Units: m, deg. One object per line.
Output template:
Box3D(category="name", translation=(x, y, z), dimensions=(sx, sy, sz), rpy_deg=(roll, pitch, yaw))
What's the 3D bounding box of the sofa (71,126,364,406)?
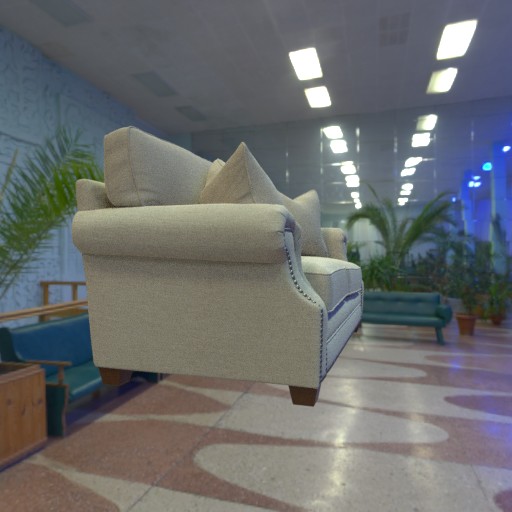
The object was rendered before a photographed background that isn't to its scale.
Box3D(category="sofa", translation=(0.000, 0.000, 2.273), dimensions=(0.966, 0.966, 1.701), rpy_deg=(0, 0, 18))
